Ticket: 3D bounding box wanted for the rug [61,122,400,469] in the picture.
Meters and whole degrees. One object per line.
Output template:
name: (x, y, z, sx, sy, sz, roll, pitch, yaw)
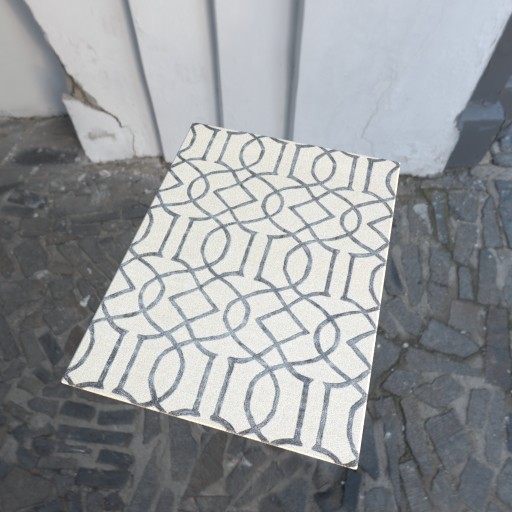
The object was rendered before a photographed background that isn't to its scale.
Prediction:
rug: (0.000, 0.000, 3.875, 2.211, 0.021, 2.910, 13, 59, 8)
